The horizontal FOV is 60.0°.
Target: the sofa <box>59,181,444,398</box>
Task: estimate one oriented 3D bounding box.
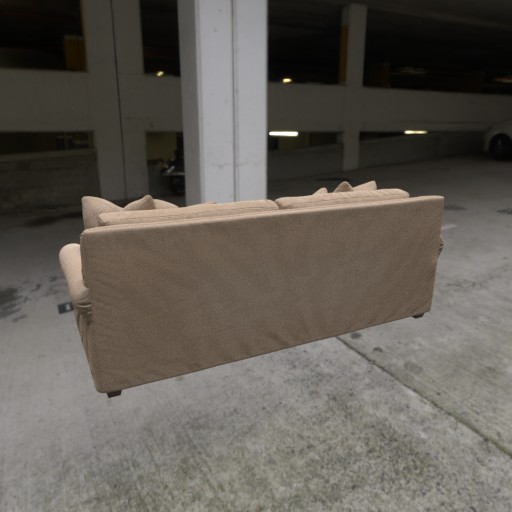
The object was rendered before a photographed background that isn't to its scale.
[{"bbox_3d":[0.000,0.000,2.854,2.285,0.904,1.067,-8,18,-26],"label":"sofa"}]
